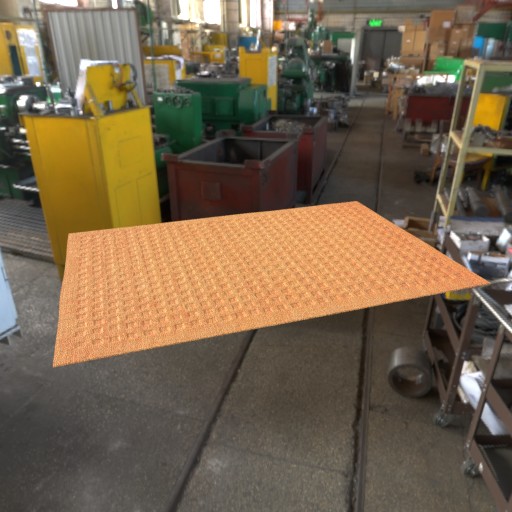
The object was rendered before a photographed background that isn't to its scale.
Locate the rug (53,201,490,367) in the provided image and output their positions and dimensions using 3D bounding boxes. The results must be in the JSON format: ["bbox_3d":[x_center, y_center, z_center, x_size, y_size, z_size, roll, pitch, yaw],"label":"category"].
[{"bbox_3d":[0.000,0.000,2.142,1.747,0.006,1.143,-8,27,-16],"label":"rug"}]
